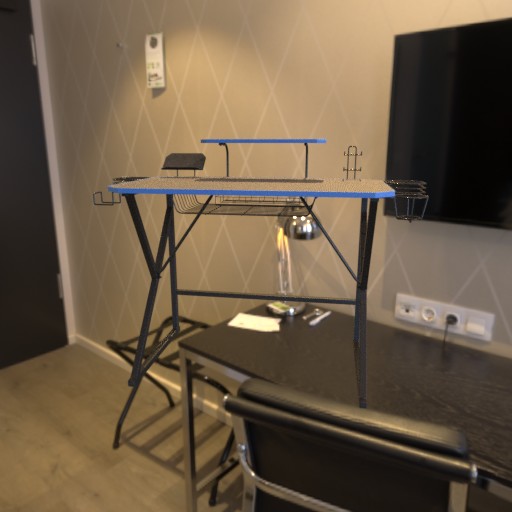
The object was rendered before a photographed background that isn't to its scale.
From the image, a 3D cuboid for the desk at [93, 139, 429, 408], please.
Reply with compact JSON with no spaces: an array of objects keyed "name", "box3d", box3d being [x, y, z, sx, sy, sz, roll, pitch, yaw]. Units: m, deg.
[{"name":"desk","box3d":[0.000,0.000,1.780,1.295,0.909,0.594,2,14,9]}]
